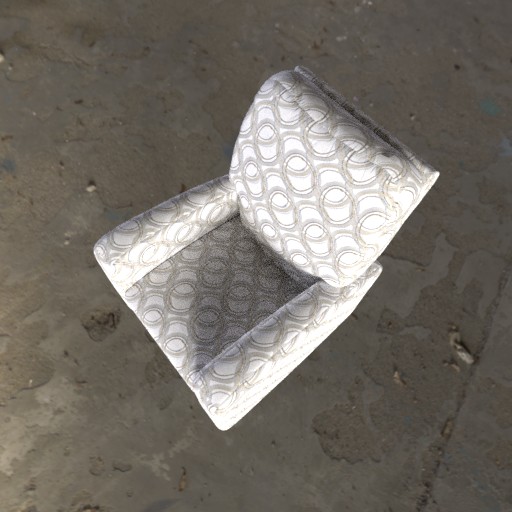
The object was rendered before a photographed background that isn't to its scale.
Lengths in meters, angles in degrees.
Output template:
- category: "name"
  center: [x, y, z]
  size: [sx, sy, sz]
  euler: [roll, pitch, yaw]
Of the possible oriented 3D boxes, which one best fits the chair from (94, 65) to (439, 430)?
- category: "chair"
  center: [0.000, 0.000, 1.743]
  size: [0.995, 1.065, 0.796]
  euler: [-36, 68, -17]
